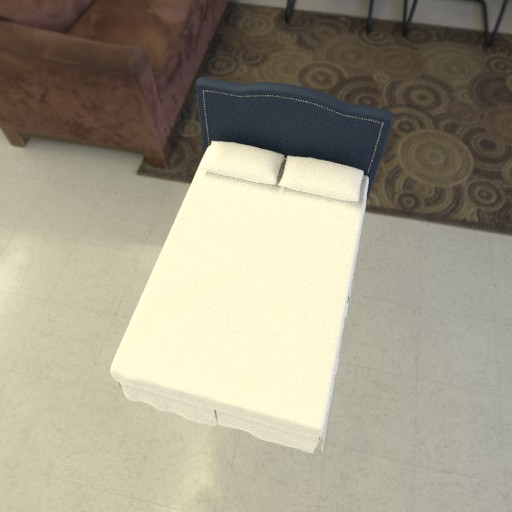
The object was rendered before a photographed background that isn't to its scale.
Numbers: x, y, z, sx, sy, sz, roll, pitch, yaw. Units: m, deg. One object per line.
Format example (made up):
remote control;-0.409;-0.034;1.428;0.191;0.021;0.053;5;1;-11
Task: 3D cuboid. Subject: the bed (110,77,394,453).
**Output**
bed;0.000;0.000;3.621;1.741;1.441;2.507;13;60;8
